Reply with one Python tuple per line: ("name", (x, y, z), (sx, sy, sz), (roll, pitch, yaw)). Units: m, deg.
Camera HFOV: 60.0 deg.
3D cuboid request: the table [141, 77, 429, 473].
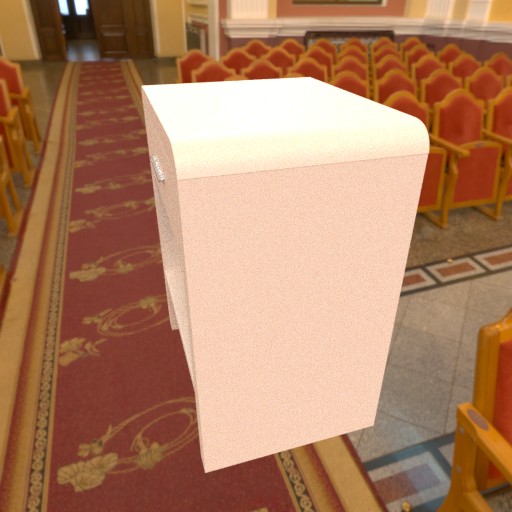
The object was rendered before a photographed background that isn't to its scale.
("table", (0.000, 0.000, 0.870), (0.350, 0.590, 0.450), (-9, 32, -15))
